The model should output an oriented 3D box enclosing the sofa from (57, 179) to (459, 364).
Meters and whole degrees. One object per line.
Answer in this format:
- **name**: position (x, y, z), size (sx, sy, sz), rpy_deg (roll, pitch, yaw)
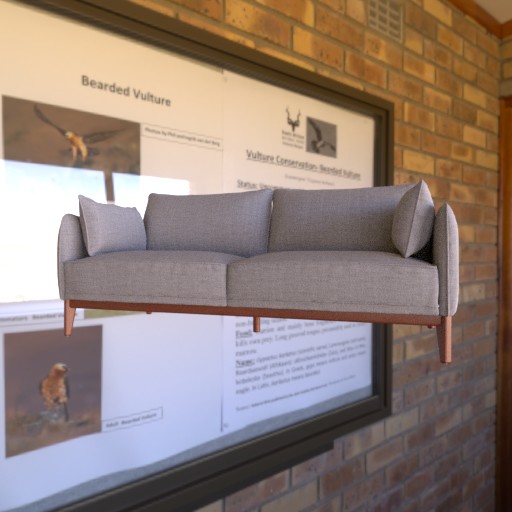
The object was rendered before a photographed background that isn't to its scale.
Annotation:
- **sofa**: position (0.000, 0.000, 2.447), size (1.989, 0.851, 0.972), rpy_deg (0, 1, 18)
